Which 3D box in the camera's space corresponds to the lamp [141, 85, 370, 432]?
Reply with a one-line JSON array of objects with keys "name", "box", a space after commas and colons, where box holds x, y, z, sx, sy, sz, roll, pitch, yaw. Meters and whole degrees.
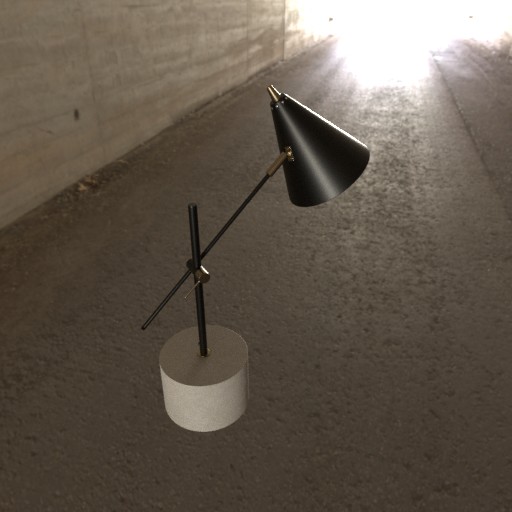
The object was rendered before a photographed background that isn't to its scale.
[{"name": "lamp", "box": [0.000, 0.000, 0.736, 0.403, 0.518, 0.214, -10, 32, -17]}]
